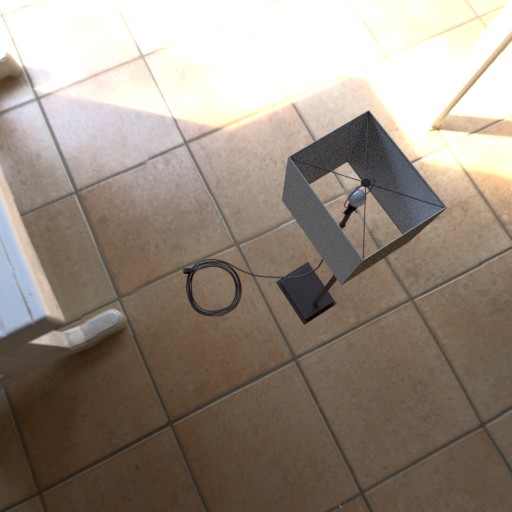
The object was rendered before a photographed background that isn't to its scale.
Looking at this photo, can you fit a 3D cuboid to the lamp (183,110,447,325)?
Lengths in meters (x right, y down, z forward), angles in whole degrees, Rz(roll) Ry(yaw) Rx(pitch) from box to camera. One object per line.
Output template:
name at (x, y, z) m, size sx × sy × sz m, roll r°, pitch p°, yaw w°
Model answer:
lamp at (0.000, 0.000, 1.981) m, size 0.774 × 1.600 × 0.698 m, roll -31°, pitch 77°, yaw -8°
